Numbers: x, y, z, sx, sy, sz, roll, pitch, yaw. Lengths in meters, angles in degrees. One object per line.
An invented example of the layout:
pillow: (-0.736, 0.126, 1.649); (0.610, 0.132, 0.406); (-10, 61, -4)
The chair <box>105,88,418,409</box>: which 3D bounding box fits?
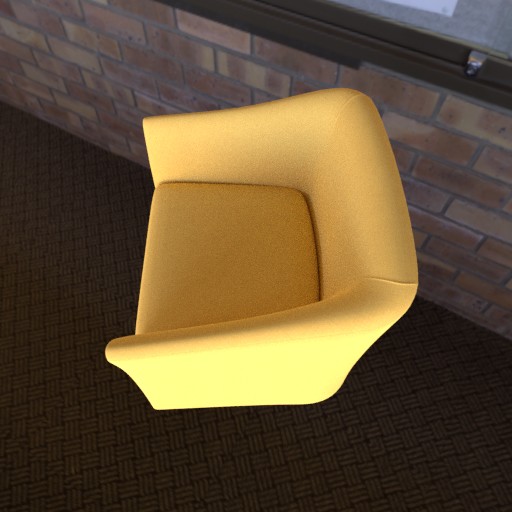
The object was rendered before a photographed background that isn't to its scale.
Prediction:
chair: (0.000, 0.000, 1.360); (0.700, 0.720, 0.790); (-1, 57, -1)
